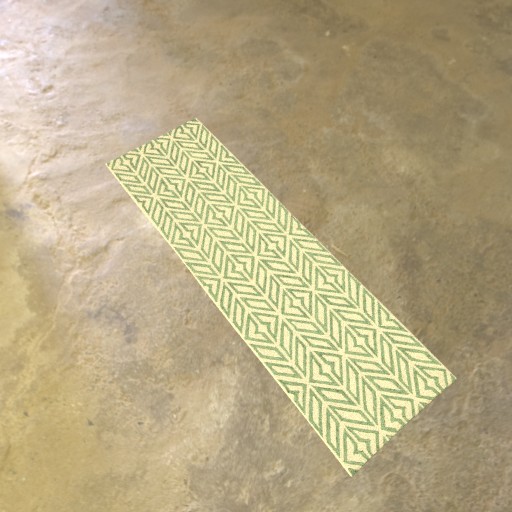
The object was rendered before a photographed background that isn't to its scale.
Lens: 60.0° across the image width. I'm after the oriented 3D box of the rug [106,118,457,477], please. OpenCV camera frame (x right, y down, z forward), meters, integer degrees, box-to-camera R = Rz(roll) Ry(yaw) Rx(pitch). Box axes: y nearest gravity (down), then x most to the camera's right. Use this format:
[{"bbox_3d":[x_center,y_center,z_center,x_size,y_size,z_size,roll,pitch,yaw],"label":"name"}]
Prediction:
[{"bbox_3d":[0.000,0.000,2.667,0.750,0.009,2.435,-33,64,-18],"label":"rug"}]
